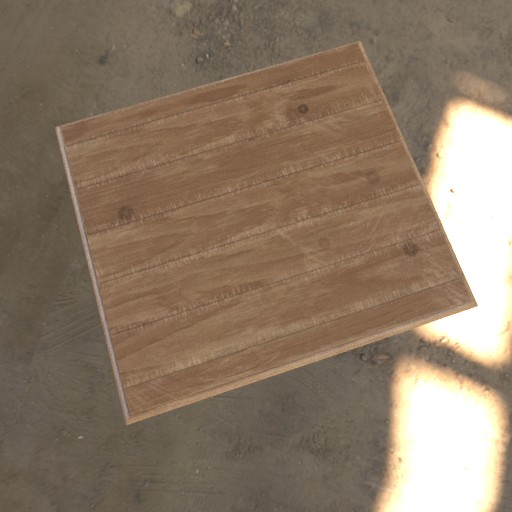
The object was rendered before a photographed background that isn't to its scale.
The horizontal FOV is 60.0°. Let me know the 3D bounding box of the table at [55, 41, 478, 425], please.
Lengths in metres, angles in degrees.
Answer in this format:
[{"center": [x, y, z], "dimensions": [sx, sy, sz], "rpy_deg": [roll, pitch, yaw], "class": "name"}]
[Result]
[{"center": [0.000, 0.000, 0.914], "dimensions": [0.508, 0.561, 0.457], "rpy_deg": [-17, 77, -4], "class": "table"}]
